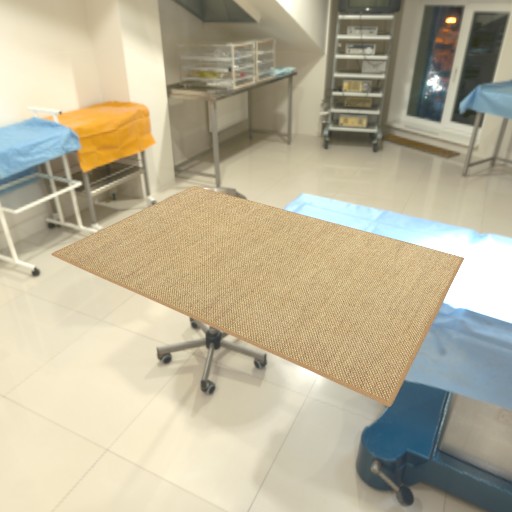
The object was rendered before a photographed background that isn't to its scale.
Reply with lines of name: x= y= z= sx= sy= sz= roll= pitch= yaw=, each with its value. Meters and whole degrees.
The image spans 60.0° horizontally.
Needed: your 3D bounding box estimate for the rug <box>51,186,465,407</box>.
rug: x=0.000 y=0.000 z=2.107 sx=1.668 sy=0.012 sz=1.061 roll=18 pitch=35 yaw=28
